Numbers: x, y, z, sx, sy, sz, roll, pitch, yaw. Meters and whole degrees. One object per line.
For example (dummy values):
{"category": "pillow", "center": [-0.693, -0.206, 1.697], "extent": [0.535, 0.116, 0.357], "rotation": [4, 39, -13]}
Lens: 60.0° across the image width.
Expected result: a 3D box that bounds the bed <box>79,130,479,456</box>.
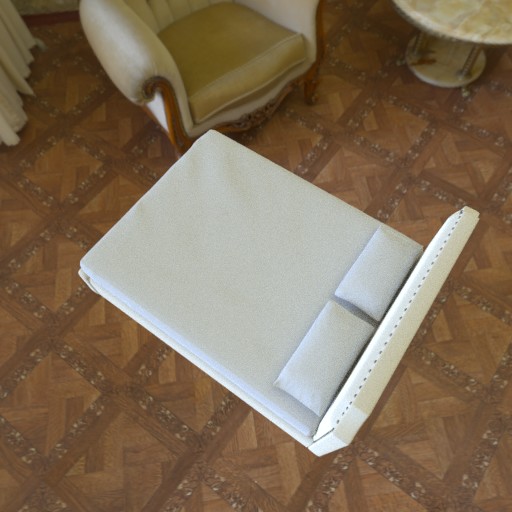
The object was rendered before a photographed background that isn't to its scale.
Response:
{"category": "bed", "center": [0.000, 0.000, 3.349], "extent": [2.329, 1.415, 1.703], "rotation": [32, 67, 15]}
